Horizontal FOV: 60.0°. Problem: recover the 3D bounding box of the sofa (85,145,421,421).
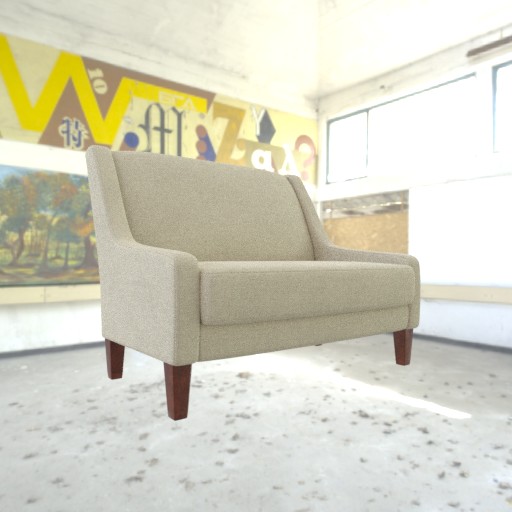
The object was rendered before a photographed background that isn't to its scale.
[{"bbox_3d":[0.000,0.000,1.950,1.212,0.976,0.946,0,0,-37],"label":"sofa"}]
